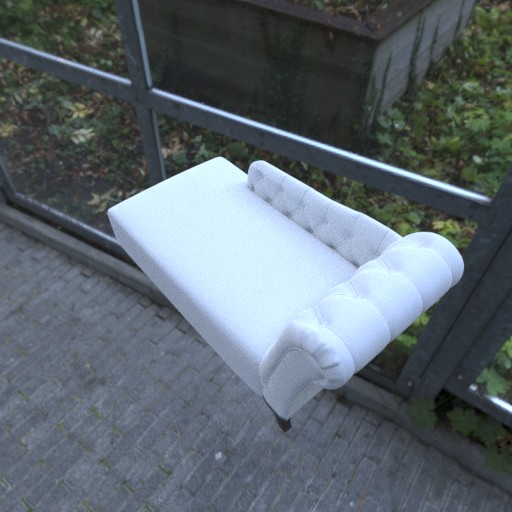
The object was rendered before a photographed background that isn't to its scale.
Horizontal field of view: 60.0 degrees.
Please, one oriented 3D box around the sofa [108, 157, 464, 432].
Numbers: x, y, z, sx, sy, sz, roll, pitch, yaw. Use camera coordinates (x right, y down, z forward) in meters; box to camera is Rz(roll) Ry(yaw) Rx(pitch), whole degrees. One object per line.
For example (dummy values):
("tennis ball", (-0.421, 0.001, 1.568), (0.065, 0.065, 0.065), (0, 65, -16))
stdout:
("sofa", (0.000, 0.000, 1.839), (0.675, 0.787, 1.379), (-32, 55, -26))
